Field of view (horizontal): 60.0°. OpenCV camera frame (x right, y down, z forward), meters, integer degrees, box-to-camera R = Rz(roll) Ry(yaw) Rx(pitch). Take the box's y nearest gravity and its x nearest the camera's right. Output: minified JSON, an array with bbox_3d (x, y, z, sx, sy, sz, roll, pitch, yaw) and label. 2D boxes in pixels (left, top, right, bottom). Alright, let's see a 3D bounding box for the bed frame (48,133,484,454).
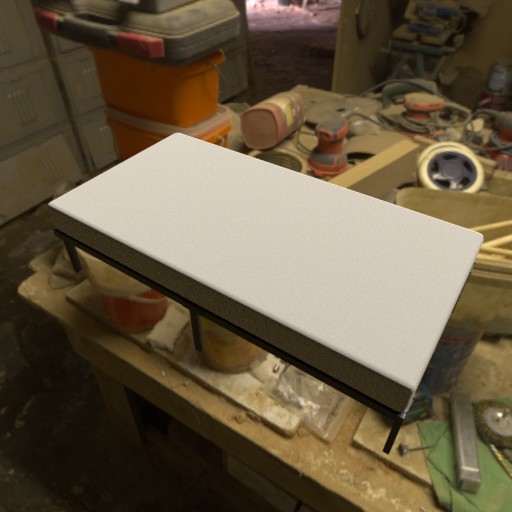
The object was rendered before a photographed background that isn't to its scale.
[{"bbox_3d":[0.000,0.000,3.160,2.635,0.680,1.393,24,47,25],"label":"bed frame"}]
